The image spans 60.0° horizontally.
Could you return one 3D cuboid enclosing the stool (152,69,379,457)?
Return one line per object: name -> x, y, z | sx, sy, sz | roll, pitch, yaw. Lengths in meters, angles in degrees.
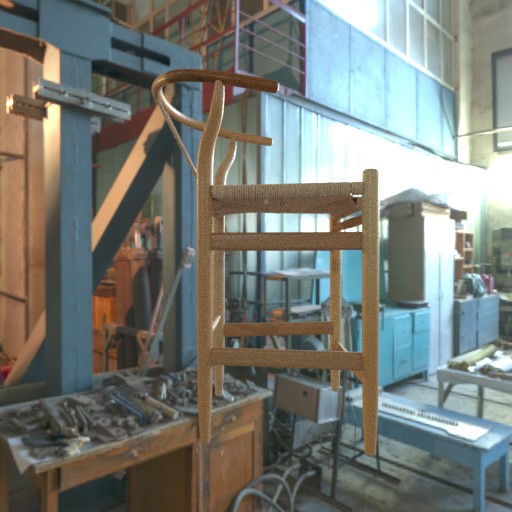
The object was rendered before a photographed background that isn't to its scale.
stool -> 0.000, 0.000, 1.271 | 0.575, 0.923, 0.536 | 0, 0, 1
